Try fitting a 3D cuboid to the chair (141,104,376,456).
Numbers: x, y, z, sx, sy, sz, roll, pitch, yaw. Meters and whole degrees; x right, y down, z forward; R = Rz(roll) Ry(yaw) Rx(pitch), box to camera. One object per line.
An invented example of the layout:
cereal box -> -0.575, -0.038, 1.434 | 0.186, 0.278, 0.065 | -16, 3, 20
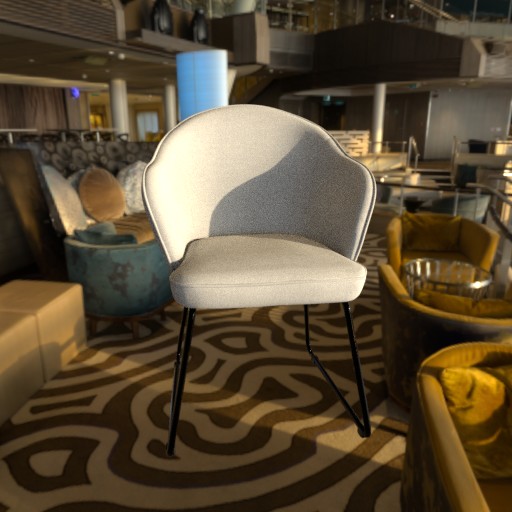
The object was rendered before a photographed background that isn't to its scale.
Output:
chair -> 0.000, 0.000, 1.214 | 0.570, 0.817, 0.592 | -2, 16, -8
